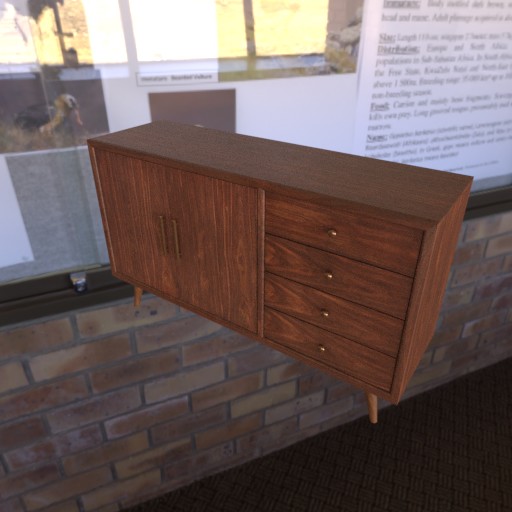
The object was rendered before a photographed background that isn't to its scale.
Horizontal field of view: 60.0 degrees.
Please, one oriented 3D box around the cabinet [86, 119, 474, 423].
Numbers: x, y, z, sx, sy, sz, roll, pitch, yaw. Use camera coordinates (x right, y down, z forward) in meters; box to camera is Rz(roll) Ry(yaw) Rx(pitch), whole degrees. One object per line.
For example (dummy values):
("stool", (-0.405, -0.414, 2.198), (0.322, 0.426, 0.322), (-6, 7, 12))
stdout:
("cabinet", (0.000, 0.000, 2.050), (1.575, 0.940, 0.505), (19, 35, 29))
